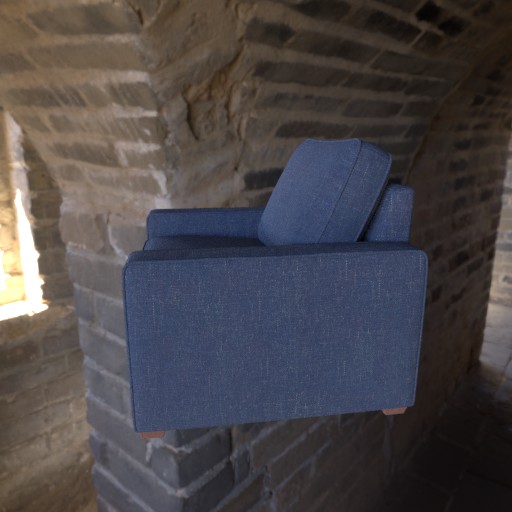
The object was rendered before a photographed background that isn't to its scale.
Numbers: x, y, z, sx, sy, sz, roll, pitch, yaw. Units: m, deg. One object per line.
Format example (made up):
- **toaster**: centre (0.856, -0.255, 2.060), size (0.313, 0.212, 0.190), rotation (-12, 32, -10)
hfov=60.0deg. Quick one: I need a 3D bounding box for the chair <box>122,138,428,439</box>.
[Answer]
- **chair**: centre (0.000, 0.000, 1.784), size (0.940, 0.919, 1.017), rotation (-2, 15, -9)
